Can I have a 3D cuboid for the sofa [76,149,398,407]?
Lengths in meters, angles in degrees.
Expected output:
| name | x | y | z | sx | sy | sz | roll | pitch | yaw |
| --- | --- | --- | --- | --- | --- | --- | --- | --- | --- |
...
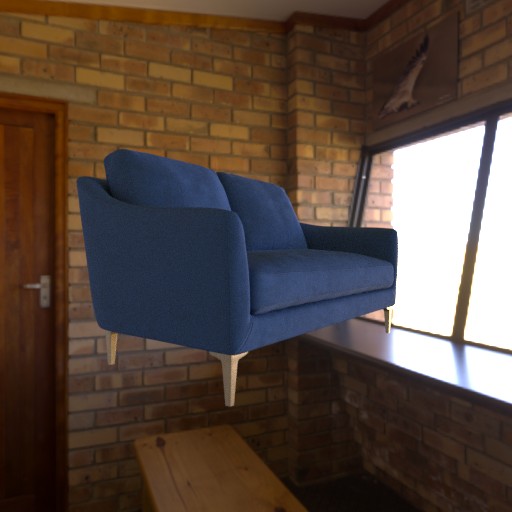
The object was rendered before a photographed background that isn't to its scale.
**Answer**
| name | x | y | z | sx | sy | sz | roll | pitch | yaw |
| --- | --- | --- | --- | --- | --- | --- | --- | --- | --- |
| sofa | 0.000 | 0.000 | 2.205 | 0.960 | 0.902 | 1.619 | 0 | 0 | 35 |
